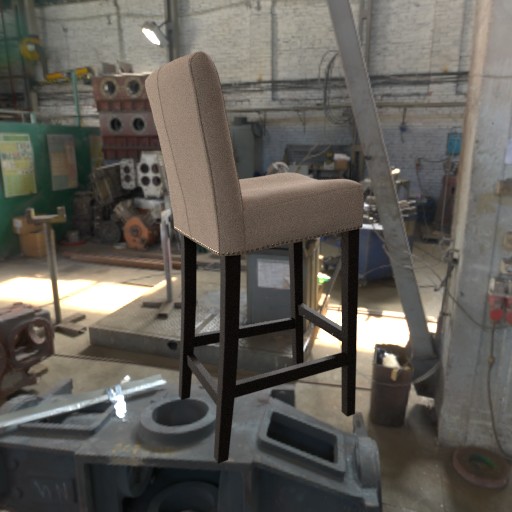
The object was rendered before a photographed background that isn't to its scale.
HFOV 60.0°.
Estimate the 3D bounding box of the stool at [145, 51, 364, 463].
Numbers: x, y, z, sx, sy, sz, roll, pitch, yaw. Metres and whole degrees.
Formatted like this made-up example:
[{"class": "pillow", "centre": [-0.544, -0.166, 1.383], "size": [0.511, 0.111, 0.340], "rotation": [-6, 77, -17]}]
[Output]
[{"class": "stool", "centre": [0.000, 0.000, 1.340], "size": [0.548, 1.047, 0.411], "rotation": [-7, 16, -26]}]
